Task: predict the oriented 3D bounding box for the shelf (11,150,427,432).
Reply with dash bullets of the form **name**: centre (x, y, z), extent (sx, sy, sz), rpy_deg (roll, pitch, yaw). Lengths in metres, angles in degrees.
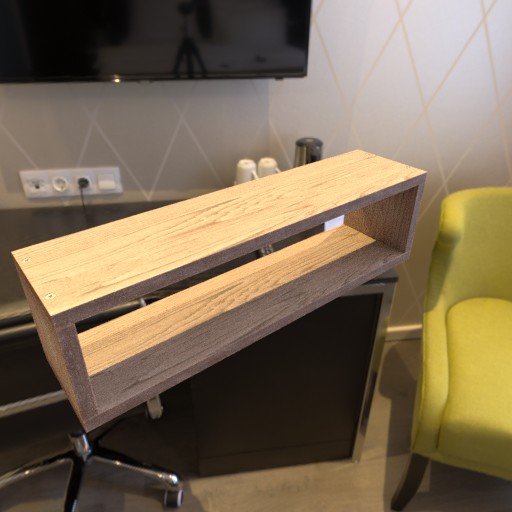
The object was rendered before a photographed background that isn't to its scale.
- **shelf**: centre (0.000, 0.000, 0.672), extent (0.610, 0.170, 0.150), rpy_deg (-22, 38, -32)
